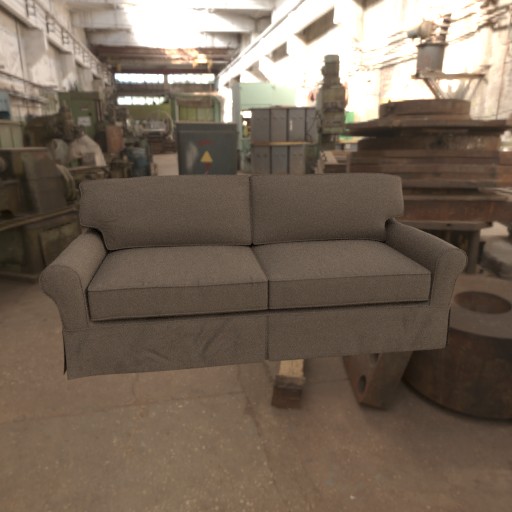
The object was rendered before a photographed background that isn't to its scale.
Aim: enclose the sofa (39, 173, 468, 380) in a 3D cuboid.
[{"bbox_3d":[0.000,0.000,2.729,2.248,0.943,0.991,-2,16,-8],"label":"sofa"}]
